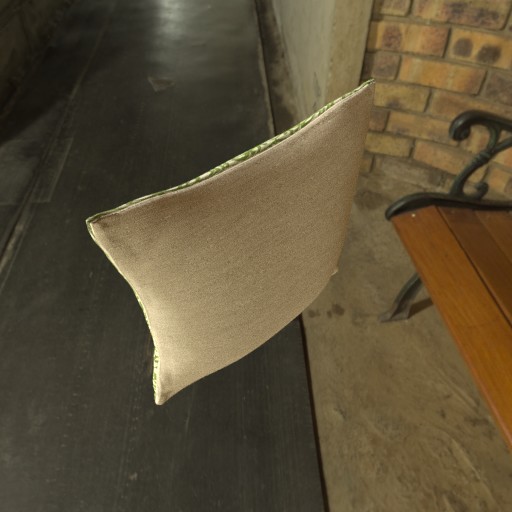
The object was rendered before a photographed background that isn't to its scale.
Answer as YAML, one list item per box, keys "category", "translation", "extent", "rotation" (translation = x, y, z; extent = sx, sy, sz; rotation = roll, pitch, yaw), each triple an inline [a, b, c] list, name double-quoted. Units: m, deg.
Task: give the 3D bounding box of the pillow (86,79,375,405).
- category: "pillow"
  translation: [0.000, 0.000, 0.674]
  extent: [0.440, 0.419, 0.162]
  rotation: [-33, 56, -25]
